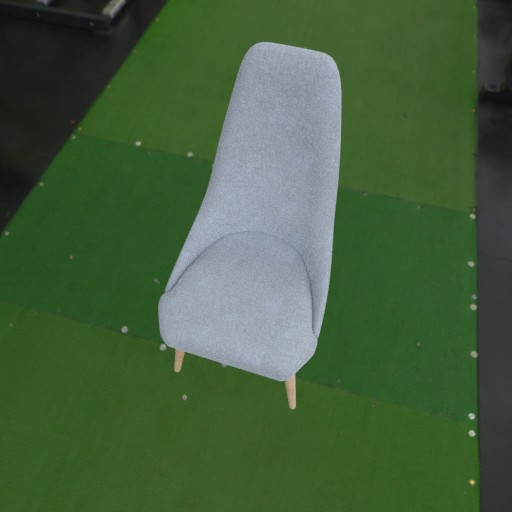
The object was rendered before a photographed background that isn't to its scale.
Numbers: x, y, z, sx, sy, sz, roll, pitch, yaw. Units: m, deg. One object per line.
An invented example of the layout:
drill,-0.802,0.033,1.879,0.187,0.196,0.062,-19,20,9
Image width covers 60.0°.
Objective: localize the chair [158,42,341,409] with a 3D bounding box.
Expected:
chair,0.000,0.000,1.409,0.510,1.040,0.660,15,59,9
